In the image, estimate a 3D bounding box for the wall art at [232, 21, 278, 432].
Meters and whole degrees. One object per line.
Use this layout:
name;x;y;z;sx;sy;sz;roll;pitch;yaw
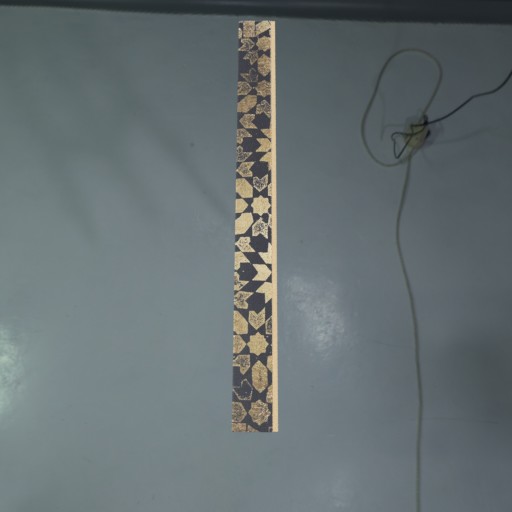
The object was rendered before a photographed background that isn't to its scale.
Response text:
wall art;0.000;0.000;0.610;0.038;0.405;0.405;0;75;0
